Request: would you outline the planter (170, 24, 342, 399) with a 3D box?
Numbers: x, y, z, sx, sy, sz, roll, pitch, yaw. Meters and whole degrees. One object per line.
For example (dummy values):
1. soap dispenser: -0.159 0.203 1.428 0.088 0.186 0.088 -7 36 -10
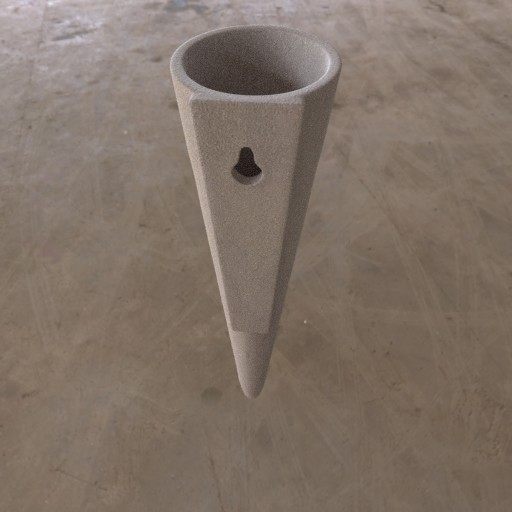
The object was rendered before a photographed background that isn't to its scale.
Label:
1. planter: 0.000 0.000 0.294 0.078 0.259 0.087 4 46 4
